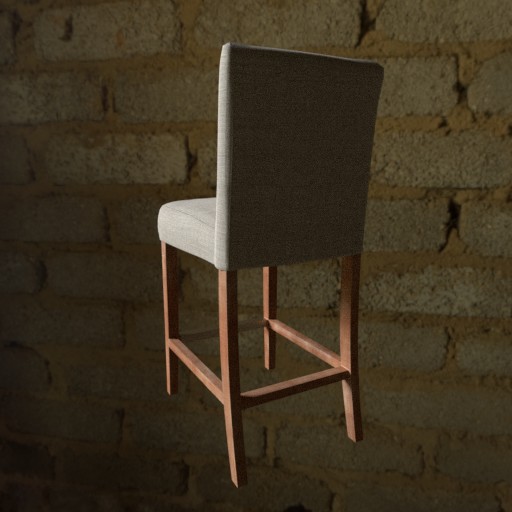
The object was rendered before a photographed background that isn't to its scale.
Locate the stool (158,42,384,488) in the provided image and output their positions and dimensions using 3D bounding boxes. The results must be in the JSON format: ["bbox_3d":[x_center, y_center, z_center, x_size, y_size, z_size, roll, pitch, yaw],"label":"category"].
[{"bbox_3d":[0.000,0.000,1.326,0.454,1.039,0.567,-7,14,-28],"label":"stool"}]
